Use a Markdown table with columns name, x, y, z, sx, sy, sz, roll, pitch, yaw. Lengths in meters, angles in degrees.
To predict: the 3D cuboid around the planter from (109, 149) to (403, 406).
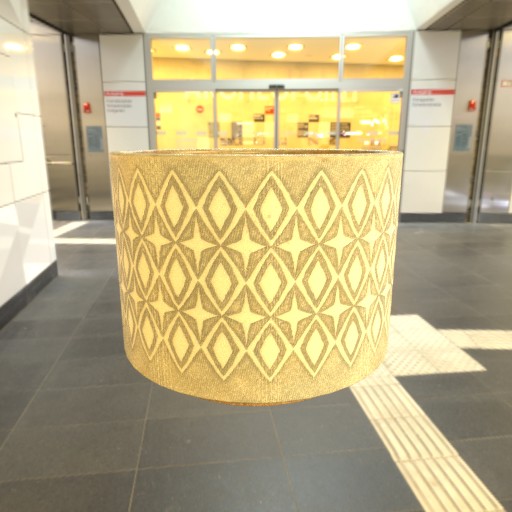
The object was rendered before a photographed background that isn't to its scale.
| name | x | y | z | sx | sy | sz | roll | pitch | yaw |
| --- | --- | --- | --- | --- | --- | --- | --- | --- | --- |
| planter | 0.000 | 0.000 | 0.312 | 0.186 | 0.144 | 0.186 | 0 | 14 | 0 |
